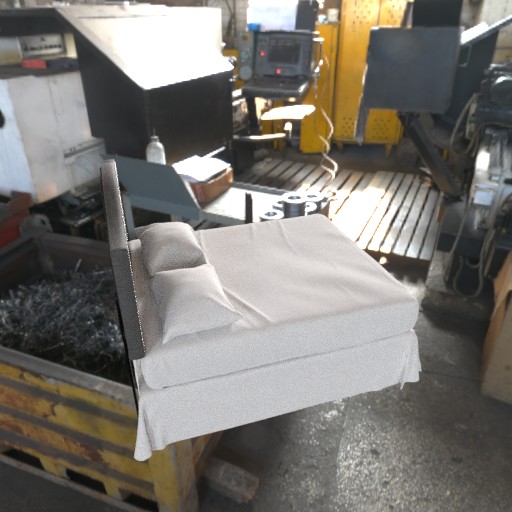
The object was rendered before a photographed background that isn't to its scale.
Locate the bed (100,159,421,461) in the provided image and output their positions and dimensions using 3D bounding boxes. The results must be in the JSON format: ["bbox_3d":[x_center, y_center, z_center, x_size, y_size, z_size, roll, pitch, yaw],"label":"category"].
[{"bbox_3d":[0.000,0.000,3.484,2.221,1.645,1.876,-9,31,-15],"label":"bed"}]
